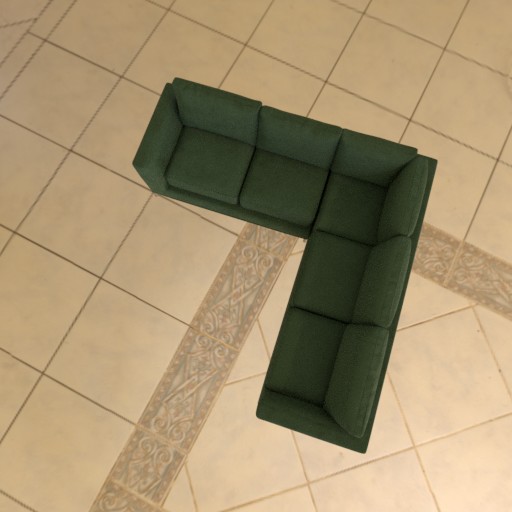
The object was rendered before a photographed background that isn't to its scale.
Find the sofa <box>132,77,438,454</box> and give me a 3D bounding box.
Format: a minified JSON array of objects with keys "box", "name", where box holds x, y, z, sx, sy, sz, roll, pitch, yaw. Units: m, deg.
[{"box":[0.000,0.000,3.806,2.468,1.004,2.452,17,77,4],"name":"sofa"}]
